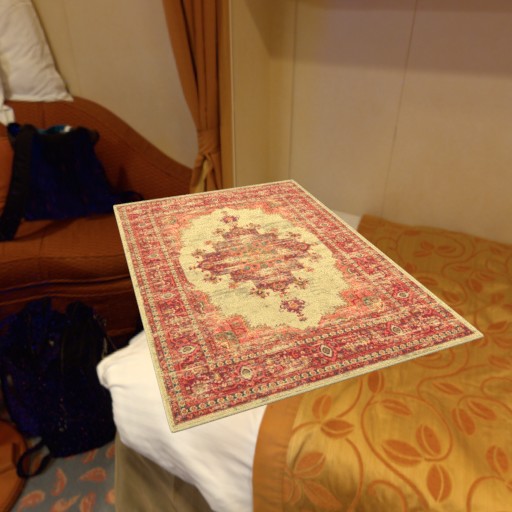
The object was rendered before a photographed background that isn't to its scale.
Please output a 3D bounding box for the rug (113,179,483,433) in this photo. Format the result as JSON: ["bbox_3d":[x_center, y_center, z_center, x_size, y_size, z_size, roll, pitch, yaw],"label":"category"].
[{"bbox_3d":[0.000,0.000,3.651,2.005,0.014,2.878,-11,33,-18],"label":"rug"}]
